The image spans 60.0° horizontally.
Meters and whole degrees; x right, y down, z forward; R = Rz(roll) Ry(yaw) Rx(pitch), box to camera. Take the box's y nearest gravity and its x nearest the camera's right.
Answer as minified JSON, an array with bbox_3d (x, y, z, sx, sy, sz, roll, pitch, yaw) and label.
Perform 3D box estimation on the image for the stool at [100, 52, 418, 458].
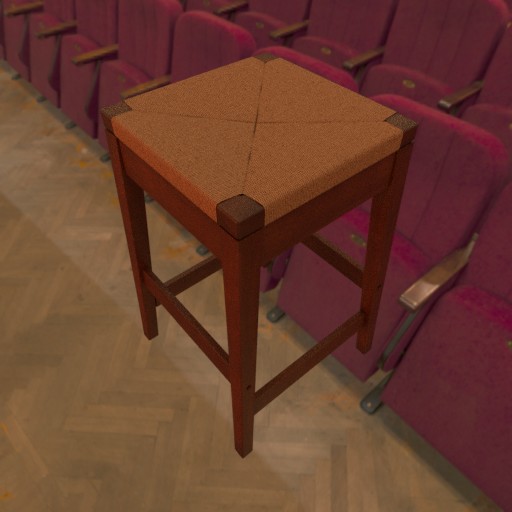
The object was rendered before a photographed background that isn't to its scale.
[{"bbox_3d":[0.000,0.000,1.103,0.507,0.762,0.497,-31,54,-27],"label":"stool"}]
